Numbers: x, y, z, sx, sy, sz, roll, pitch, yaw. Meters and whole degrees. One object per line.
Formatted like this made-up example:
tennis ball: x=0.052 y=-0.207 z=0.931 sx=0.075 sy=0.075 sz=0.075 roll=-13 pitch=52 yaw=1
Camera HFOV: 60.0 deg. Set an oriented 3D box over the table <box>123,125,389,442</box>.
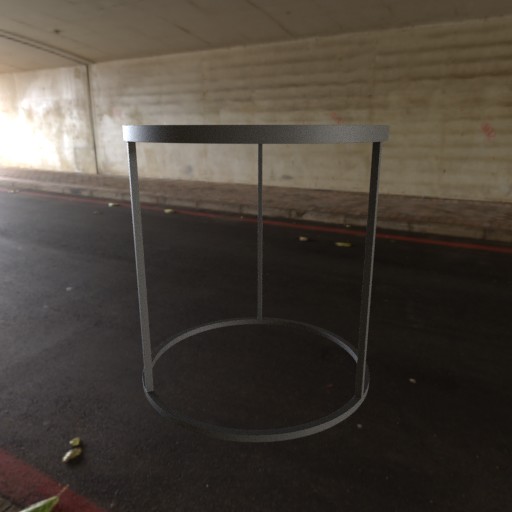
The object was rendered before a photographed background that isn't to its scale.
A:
table: x=0.000 y=0.000 z=0.881 sx=0.470 sy=0.498 sz=0.470 roll=0 pitch=16 yaw=0
